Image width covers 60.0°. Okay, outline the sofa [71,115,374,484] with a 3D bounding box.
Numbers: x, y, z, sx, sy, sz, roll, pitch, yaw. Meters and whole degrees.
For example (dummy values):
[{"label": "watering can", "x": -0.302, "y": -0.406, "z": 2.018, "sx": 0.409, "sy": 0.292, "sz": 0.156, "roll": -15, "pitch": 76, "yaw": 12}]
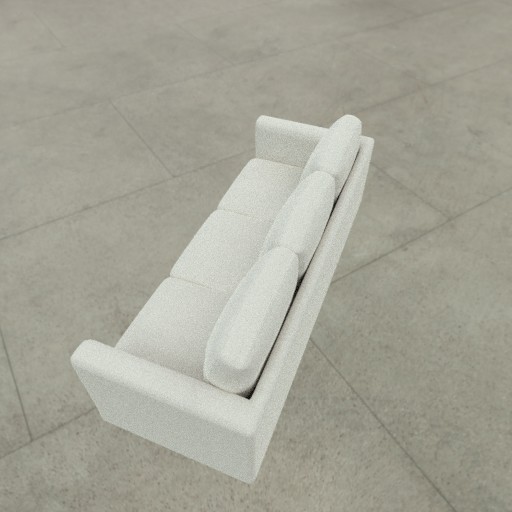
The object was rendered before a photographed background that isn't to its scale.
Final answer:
[{"label": "sofa", "x": 0.000, "y": 0.000, "z": 2.428, "sx": 0.802, "sy": 0.912, "sz": 2.029, "roll": 16, "pitch": 49, "yaw": 15}]
